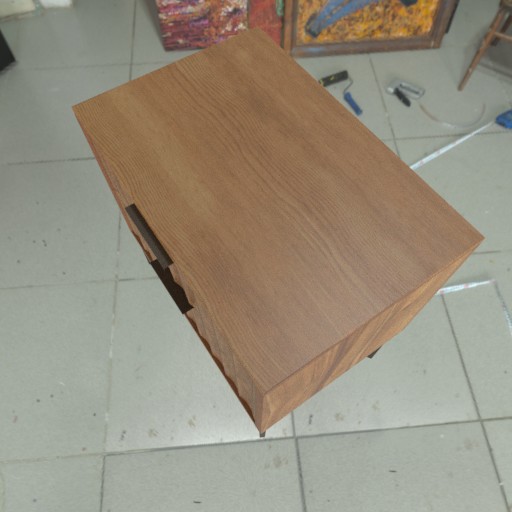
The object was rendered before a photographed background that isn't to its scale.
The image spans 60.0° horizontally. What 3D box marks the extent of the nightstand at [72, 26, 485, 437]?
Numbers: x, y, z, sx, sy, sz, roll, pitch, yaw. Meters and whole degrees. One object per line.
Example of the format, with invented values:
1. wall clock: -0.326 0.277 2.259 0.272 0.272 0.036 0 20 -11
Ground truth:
1. nightstand: 0.000 0.000 1.006 0.427 0.615 0.613 -31 66 -15
